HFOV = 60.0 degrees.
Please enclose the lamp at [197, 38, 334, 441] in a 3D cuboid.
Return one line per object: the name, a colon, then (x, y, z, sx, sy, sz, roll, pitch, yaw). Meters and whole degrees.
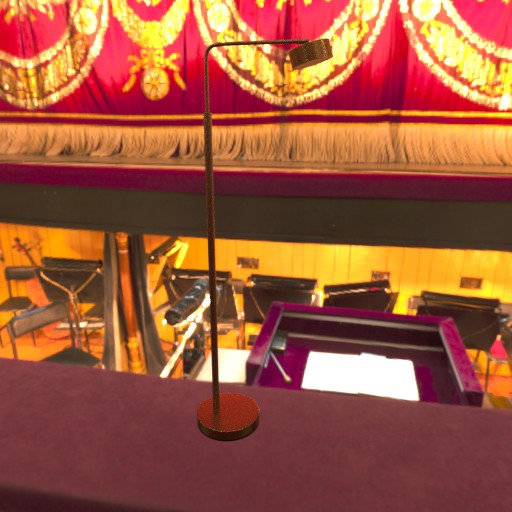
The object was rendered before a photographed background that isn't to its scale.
lamp: (0.000, 0.000, 1.378, 0.418, 1.230, 0.219, 3, 17, 10)
